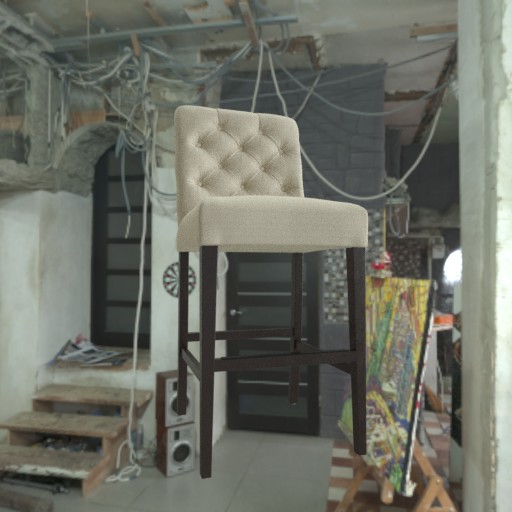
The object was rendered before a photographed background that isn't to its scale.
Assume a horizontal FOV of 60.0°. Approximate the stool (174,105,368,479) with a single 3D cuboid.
[{"bbox_3d":[0.000,0.000,1.445,0.482,1.118,0.610,0,-1,-17],"label":"stool"}]
